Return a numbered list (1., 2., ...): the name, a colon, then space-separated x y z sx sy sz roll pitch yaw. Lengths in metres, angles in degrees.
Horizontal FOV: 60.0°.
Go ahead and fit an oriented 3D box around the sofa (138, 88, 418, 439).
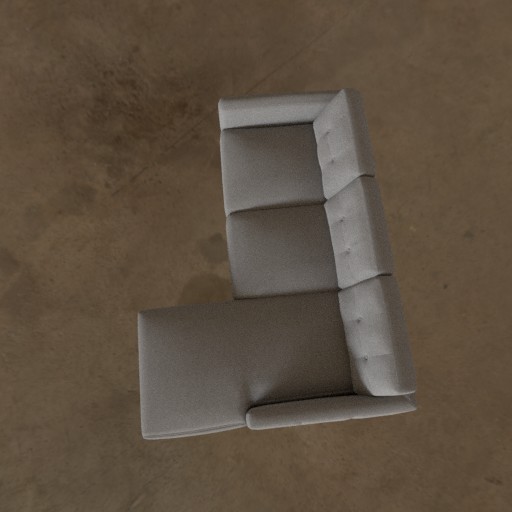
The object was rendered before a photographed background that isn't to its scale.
1. sofa: 0.000 0.000 2.802 1.530 0.860 2.040 -6 75 -2
